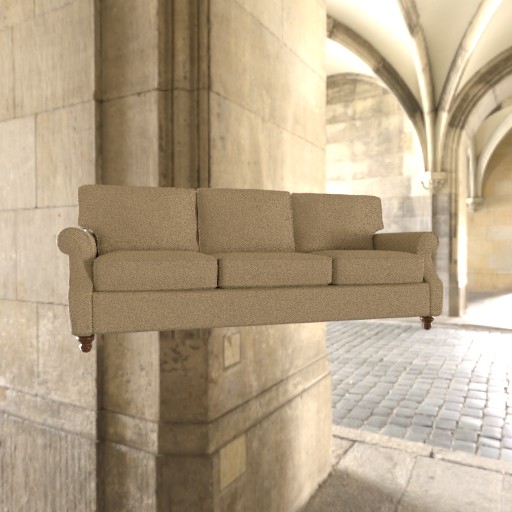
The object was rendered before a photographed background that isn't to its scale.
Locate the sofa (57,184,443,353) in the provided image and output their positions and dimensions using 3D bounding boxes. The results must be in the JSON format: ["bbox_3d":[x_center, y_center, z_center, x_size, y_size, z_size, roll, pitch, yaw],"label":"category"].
[{"bbox_3d":[0.000,0.000,2.917,2.354,0.948,0.966,0,1,-17],"label":"sofa"}]
